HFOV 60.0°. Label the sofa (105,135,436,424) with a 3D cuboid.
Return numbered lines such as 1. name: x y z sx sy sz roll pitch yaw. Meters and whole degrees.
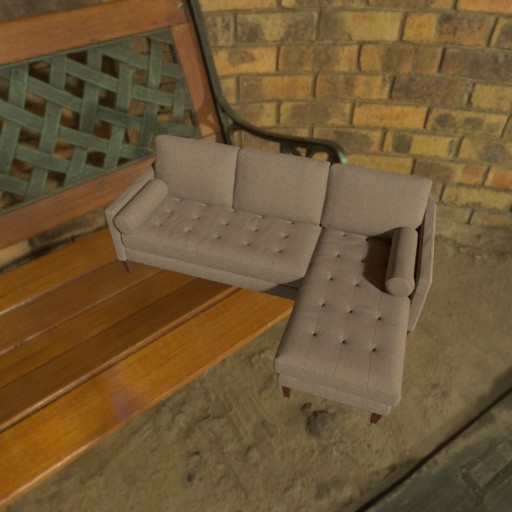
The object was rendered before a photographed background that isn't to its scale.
1. sofa: 0.000 0.000 2.948 2.178 0.875 1.506 13 43 14
